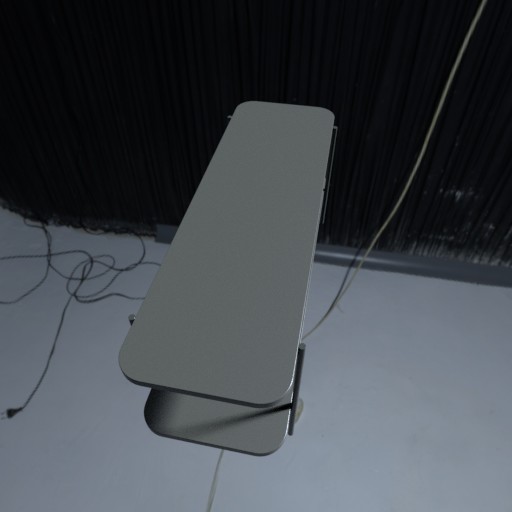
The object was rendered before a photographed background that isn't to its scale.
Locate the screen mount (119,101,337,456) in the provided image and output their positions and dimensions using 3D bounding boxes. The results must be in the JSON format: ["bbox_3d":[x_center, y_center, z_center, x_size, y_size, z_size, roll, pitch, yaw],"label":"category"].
[{"bbox_3d":[0.000,0.000,1.435,0.400,0.447,1.200,8,46,8],"label":"screen mount"}]
